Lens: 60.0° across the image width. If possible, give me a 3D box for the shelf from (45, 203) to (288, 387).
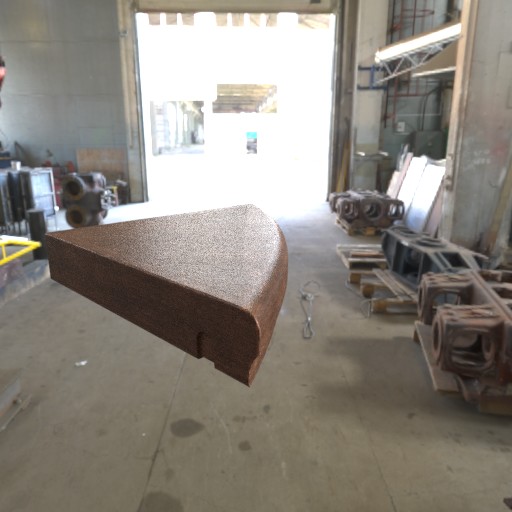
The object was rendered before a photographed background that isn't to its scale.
[{"bbox_3d":[0.000,0.000,0.465,0.310,0.050,0.310,15,21,43],"label":"shelf"}]
